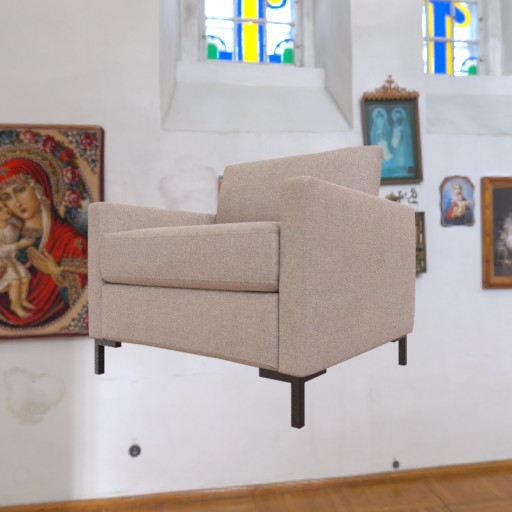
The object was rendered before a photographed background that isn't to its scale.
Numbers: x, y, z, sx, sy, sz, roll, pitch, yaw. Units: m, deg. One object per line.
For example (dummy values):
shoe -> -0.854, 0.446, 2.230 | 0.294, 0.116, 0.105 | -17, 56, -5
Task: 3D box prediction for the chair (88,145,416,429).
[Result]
chair -> 0.000, 0.000, 1.679 | 0.963, 0.861, 0.866 | 0, 0, 37
